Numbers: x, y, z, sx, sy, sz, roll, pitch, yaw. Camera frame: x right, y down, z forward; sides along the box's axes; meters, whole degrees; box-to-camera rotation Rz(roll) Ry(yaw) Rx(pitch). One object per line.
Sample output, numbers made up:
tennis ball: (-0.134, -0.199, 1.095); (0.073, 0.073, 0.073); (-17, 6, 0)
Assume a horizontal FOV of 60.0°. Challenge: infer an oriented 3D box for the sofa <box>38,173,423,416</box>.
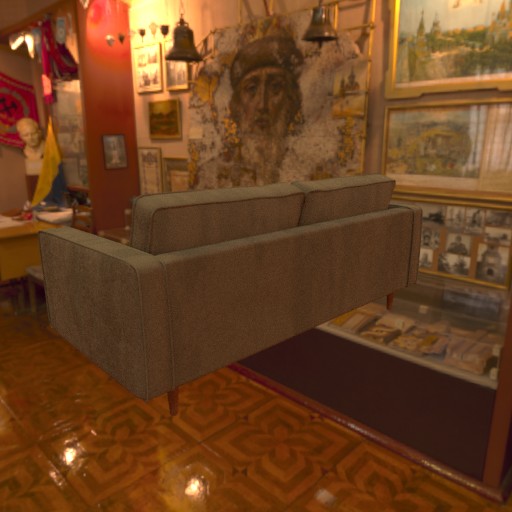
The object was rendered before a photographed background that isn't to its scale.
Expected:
sofa: (0.000, 0.000, 2.369); (1.920, 0.825, 0.924); (-14, 20, -42)
